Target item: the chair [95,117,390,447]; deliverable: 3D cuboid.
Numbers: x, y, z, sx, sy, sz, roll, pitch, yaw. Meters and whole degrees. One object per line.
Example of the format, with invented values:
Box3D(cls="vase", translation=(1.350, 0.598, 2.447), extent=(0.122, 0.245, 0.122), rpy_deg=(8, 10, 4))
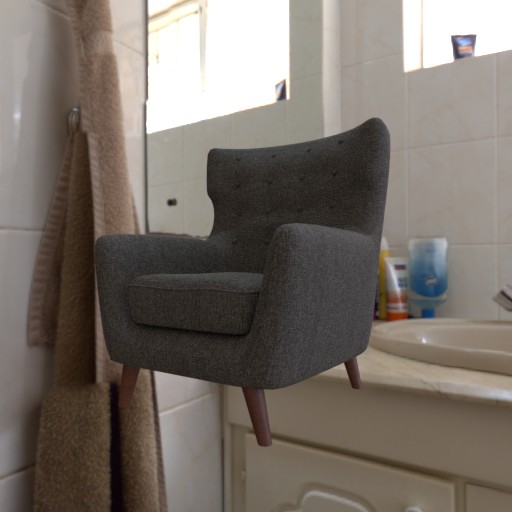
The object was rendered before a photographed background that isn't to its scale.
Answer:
Box3D(cls="chair", translation=(0.000, 0.000, 1.732), extent=(0.878, 1.063, 0.904), rpy_deg=(-1, -1, 34))
